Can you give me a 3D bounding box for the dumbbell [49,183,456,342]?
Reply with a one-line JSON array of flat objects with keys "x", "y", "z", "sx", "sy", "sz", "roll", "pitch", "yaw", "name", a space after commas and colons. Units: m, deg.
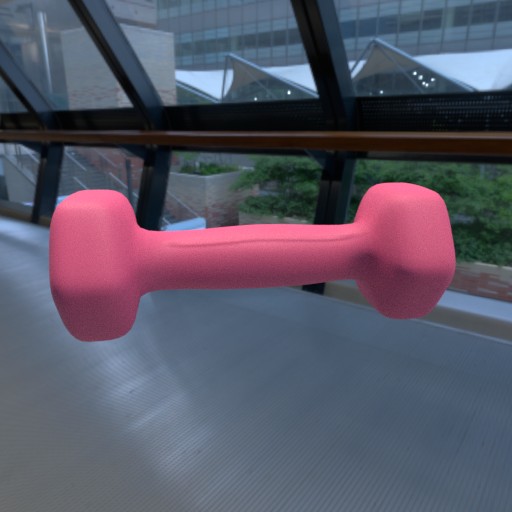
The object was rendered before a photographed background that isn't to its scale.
[{"x": 0.000, "y": 0.000, "z": 0.173, "sx": 0.146, "sy": 0.053, "sz": 0.058, "roll": -3, "pitch": 18, "yaw": -8, "name": "dumbbell"}]
